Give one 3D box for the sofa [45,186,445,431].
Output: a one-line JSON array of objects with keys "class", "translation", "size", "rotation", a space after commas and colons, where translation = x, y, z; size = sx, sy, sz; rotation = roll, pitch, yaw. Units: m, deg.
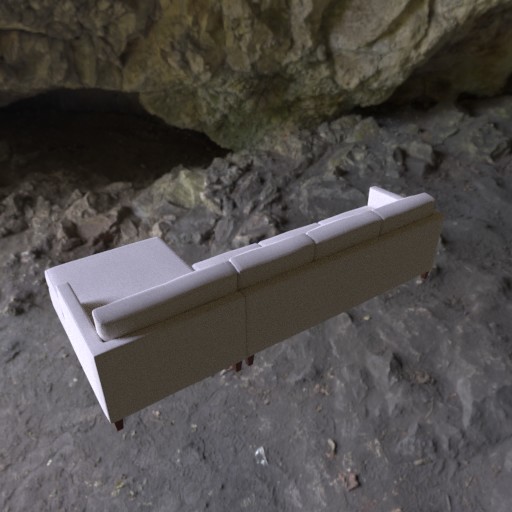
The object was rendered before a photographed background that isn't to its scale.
[{"class": "sofa", "translation": [0.000, 0.000, 4.186], "size": [3.471, 0.954, 1.599], "rotation": [-20, 36, -29]}]
